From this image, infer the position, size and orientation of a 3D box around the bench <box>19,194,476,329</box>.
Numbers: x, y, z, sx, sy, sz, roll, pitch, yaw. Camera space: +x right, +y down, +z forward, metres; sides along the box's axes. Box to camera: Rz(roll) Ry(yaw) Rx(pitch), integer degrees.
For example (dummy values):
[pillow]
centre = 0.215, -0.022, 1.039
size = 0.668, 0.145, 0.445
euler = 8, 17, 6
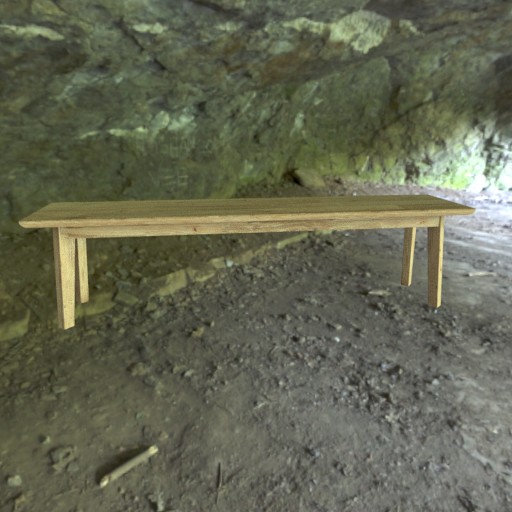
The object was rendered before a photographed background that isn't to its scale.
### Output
[bench]
centre = 0.000, 0.000, 1.871
size = 1.698, 0.431, 0.378
euler = -2, 17, -8
